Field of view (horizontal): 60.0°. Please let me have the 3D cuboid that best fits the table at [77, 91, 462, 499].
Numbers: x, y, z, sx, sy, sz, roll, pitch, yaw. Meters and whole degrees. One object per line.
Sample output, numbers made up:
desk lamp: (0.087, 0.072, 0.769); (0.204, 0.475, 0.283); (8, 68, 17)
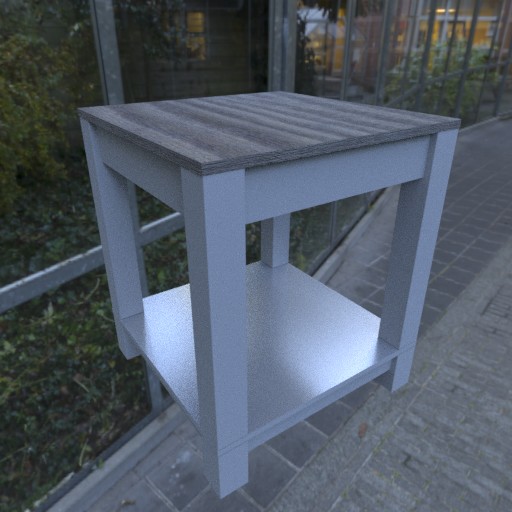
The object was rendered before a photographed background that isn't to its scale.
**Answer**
table: (0.000, 0.000, 0.946); (0.504, 0.587, 0.506); (-17, 31, -31)
